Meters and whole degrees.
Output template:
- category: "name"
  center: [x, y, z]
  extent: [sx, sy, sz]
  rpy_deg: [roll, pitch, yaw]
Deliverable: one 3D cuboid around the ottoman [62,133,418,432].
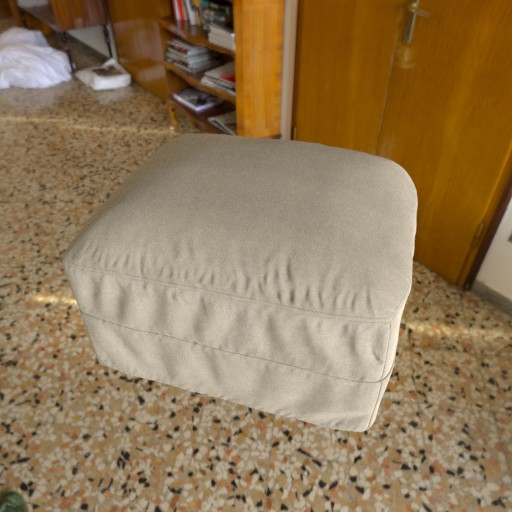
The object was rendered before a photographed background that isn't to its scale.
- category: "ottoman"
  center: [0.000, 0.000, 1.085]
  extent: [0.712, 0.480, 0.584]
  rpy_deg: [11, 42, 13]
